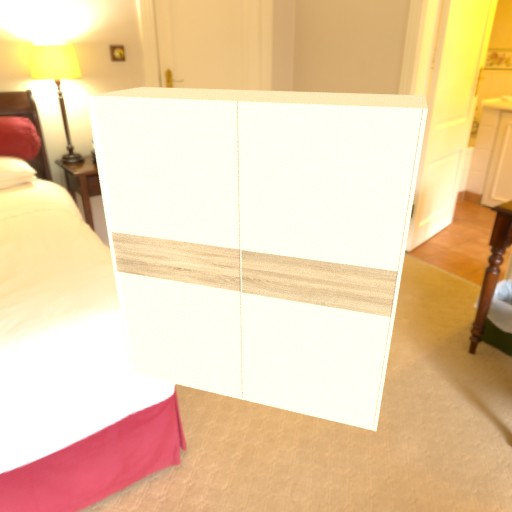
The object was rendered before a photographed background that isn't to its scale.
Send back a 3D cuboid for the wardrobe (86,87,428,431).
[{"bbox_3d":[0.000,0.000,2.955,1.830,2.020,0.600,8,27,16],"label":"wardrobe"}]
